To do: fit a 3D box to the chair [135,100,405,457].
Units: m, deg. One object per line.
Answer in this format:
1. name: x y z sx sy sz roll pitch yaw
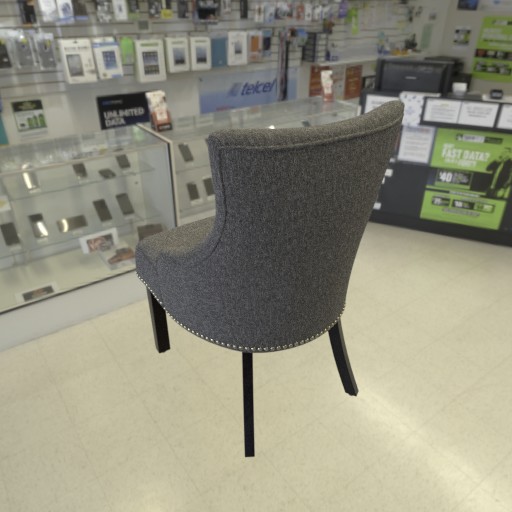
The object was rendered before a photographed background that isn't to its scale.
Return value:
1. chair: 0.000 0.000 1.303 0.566 0.909 0.629 -19 36 -28
